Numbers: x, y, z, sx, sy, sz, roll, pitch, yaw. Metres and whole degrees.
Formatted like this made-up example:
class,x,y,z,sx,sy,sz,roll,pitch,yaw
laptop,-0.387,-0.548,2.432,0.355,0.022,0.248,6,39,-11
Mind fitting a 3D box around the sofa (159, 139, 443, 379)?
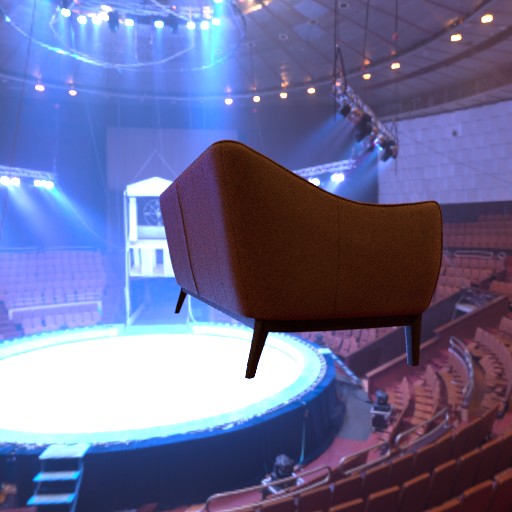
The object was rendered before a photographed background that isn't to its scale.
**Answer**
class,x,y,z,sx,sy,sz,roll,pitch,yaw
sofa,0.000,0.000,2.416,0.869,0.830,1.928,0,1,-19
